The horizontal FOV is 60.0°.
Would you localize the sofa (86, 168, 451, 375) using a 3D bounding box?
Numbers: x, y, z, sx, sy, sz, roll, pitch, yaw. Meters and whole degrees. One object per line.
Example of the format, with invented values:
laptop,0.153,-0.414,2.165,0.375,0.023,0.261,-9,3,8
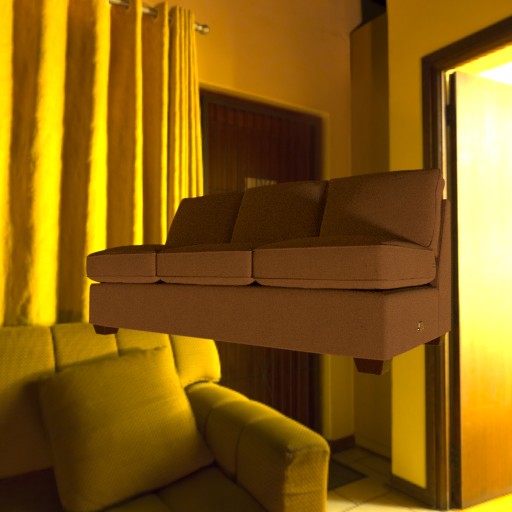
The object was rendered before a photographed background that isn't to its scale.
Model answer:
sofa,0.000,0.000,2.817,2.092,1.036,1.127,-1,-2,36
